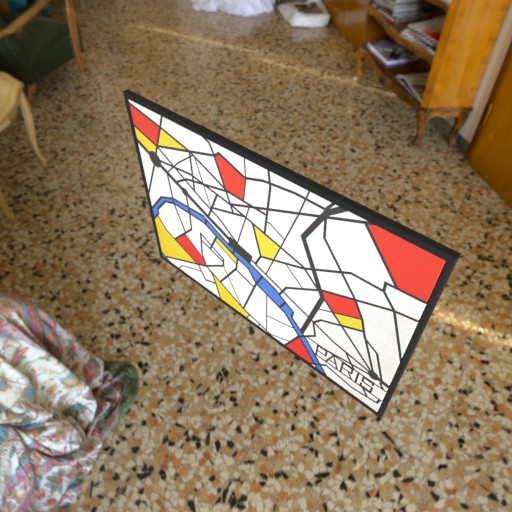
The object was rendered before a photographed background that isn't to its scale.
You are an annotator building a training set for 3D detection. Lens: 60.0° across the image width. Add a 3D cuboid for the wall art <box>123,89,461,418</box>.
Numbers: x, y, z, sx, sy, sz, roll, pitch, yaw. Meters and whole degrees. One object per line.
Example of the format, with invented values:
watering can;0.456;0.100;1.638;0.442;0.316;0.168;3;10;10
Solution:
wall art;0.000;0.000;0.863;0.664;0.458;0.013;32;54;27
